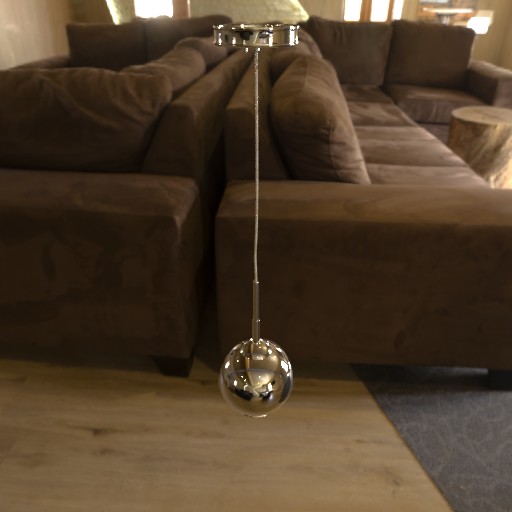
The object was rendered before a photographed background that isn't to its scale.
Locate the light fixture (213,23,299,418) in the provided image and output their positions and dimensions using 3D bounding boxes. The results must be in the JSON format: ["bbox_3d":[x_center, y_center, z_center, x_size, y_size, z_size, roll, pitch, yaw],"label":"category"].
[{"bbox_3d":[0.000,0.000,1.665,0.336,1.538,0.336,10,31,17],"label":"light fixture"}]
